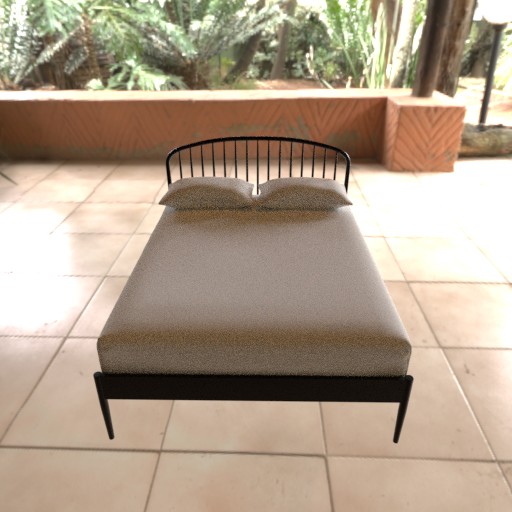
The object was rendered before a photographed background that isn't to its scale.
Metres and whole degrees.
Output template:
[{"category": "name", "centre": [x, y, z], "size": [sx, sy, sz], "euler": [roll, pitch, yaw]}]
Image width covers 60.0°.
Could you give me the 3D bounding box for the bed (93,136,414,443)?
[{"category": "bed", "centre": [0.000, 0.000, 3.108], "size": [1.618, 1.166, 2.159], "euler": [0, 28, 1]}]
